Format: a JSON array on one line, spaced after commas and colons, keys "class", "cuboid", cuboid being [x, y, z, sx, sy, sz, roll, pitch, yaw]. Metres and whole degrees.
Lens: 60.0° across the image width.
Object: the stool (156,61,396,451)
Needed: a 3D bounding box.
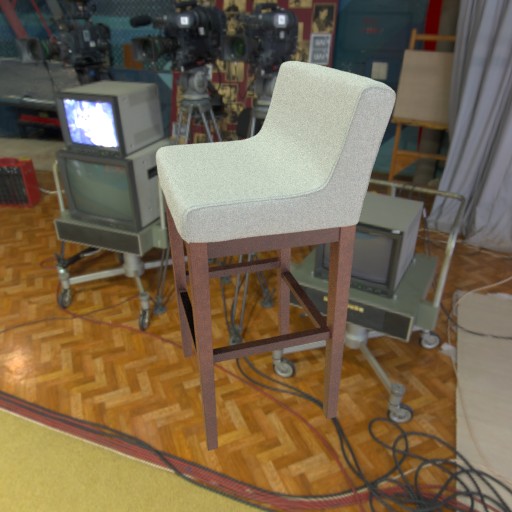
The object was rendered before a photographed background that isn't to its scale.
[{"class": "stool", "cuboid": [0.000, 0.000, 1.339, 0.500, 1.037, 0.511, -9, 30, -15]}]
